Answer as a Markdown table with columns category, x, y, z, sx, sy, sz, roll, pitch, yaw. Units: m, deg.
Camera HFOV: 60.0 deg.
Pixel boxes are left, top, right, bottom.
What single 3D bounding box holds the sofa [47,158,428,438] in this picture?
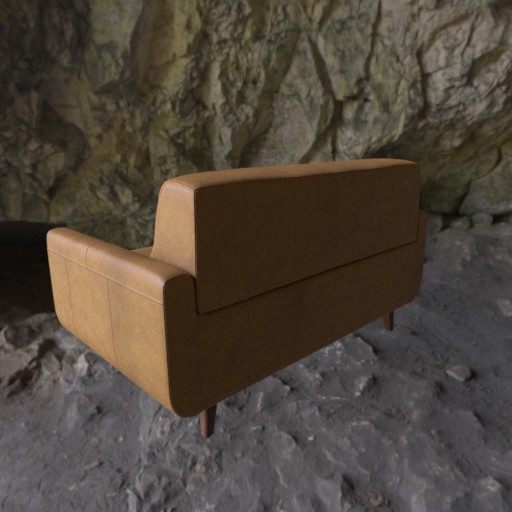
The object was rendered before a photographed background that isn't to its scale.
| category | x | y | z | sx | sy | sz | roll | pitch | yaw |
| --- | --- | --- | --- | --- | --- | --- | --- | --- | --- |
| sofa | 0.000 | 0.000 | 2.178 | 1.651 | 0.925 | 0.952 | -15 | 21 | -42 |
